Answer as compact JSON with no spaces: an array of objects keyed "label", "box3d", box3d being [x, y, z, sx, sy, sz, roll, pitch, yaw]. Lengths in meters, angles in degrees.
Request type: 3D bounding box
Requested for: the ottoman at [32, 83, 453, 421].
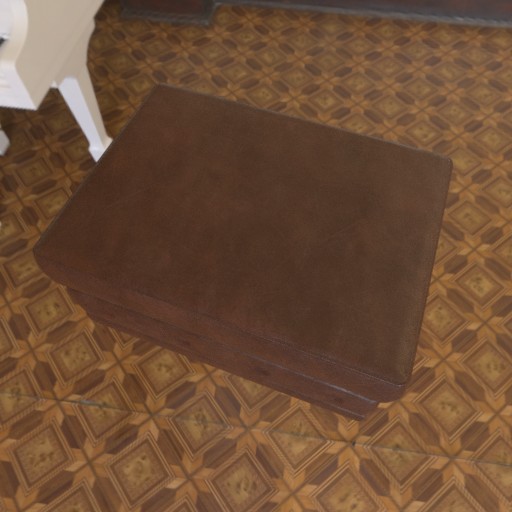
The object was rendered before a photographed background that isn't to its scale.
[{"label":"ottoman","box3d":[0.000,0.000,1.164,0.795,0.509,0.588,18,60,11]}]
